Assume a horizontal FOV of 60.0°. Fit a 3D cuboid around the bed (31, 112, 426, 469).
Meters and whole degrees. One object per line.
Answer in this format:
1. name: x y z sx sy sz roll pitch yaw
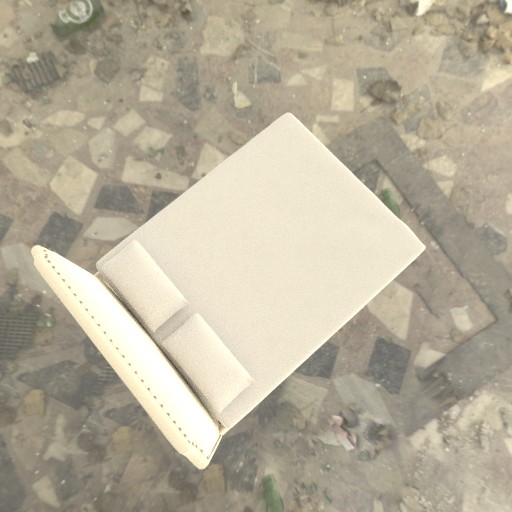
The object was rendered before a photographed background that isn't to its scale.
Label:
1. bed: 0.000 0.000 3.418 2.372 1.497 1.712 -40 79 -10
